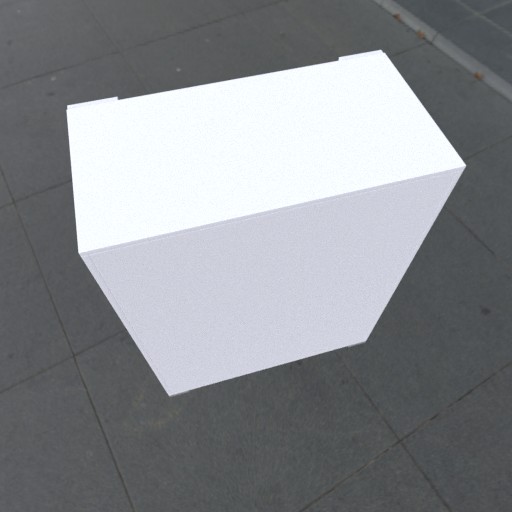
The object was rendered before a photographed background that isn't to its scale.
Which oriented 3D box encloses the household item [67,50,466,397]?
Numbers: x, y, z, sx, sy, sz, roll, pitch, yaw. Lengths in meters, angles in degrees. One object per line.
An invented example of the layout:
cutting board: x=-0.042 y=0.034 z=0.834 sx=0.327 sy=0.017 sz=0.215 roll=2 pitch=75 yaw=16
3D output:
household item: x=0.000 y=0.000 z=1.399 sx=0.790 sy=1.010 sz=0.420 roll=-13 pitch=59 yaw=-8
